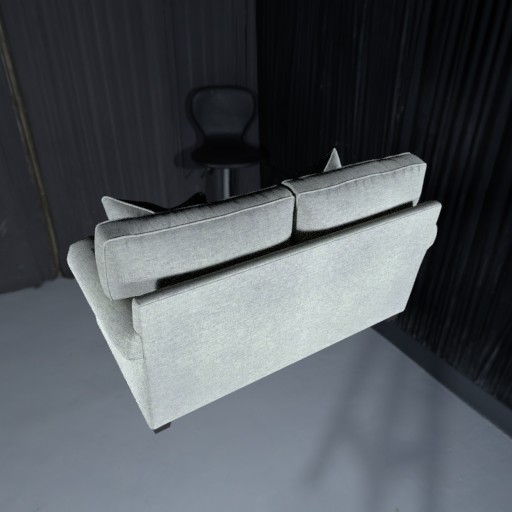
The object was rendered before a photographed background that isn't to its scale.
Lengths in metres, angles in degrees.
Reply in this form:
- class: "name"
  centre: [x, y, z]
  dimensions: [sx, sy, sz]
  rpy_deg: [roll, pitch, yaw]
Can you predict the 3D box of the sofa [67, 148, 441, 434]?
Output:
- class: "sofa"
  centre: [0.000, 0.000, 2.288]
  dimensions: [1.701, 0.966, 0.966]
  rpy_deg: [-18, 35, -27]
